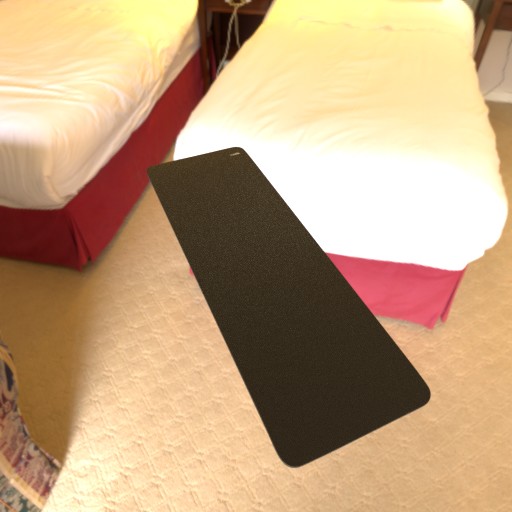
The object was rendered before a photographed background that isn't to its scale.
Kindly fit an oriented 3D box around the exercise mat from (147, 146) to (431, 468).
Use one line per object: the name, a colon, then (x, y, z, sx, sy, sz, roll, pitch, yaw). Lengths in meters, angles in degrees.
exercise mat: (0.000, 0.000, 2.112, 0.616, 0.021, 1.869, -18, 48, -16)
